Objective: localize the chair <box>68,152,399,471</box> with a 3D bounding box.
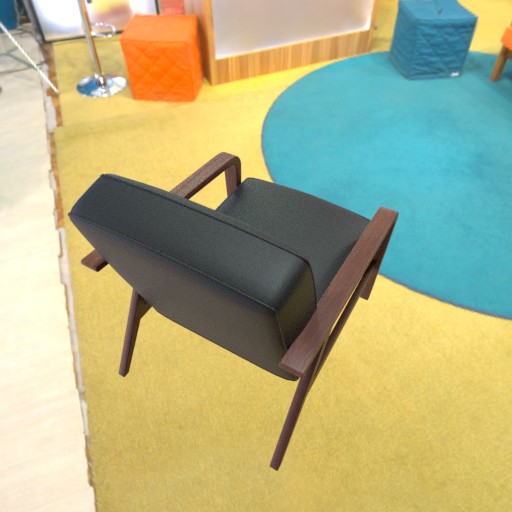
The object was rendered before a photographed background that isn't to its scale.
[{"bbox_3d":[0.000,0.000,1.504,0.719,0.861,0.889,23,51,20],"label":"chair"}]
